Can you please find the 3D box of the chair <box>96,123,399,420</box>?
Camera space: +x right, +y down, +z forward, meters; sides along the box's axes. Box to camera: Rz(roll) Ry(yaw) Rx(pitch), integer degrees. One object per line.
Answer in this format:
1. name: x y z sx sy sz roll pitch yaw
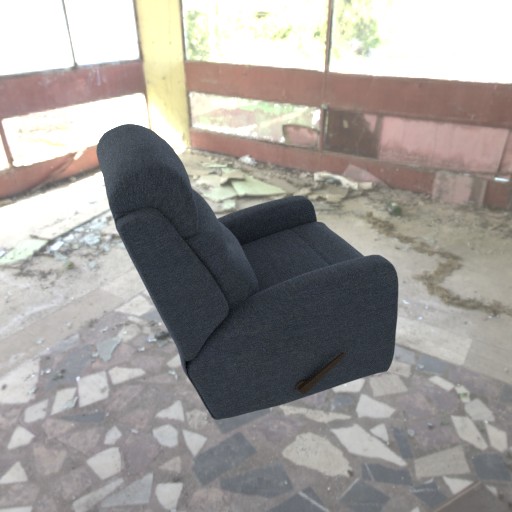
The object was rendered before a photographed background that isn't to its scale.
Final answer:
1. chair: 0.000 0.000 1.757 1.043 1.013 0.798 -11 31 -18
